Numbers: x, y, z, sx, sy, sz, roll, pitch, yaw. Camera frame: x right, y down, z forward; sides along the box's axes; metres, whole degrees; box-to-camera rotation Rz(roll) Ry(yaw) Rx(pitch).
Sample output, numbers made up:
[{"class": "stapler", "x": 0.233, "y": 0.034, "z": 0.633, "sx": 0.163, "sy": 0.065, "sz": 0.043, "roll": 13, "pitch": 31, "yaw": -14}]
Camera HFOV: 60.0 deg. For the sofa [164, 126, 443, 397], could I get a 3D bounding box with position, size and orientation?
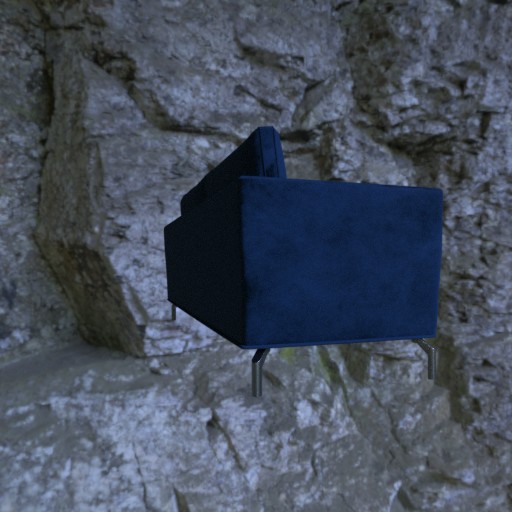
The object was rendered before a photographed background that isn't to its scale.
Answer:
[{"class": "sofa", "x": 0.000, "y": 0.000, "z": 2.645, "sx": 0.853, "sy": 0.998, "sz": 2.212, "roll": 0, "pitch": -1, "yaw": -18}]
